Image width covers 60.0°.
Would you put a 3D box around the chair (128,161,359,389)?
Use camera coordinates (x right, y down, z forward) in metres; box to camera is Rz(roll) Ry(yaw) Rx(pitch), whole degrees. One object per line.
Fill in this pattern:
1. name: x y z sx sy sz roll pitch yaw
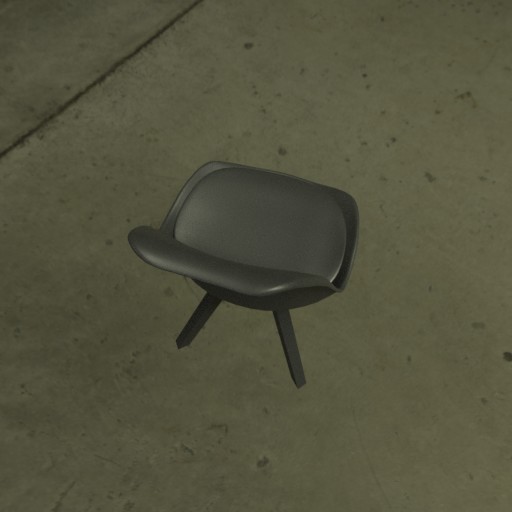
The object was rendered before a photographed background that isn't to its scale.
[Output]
1. chair: 0.000 0.000 1.163 0.485 0.850 0.550 16 63 8
